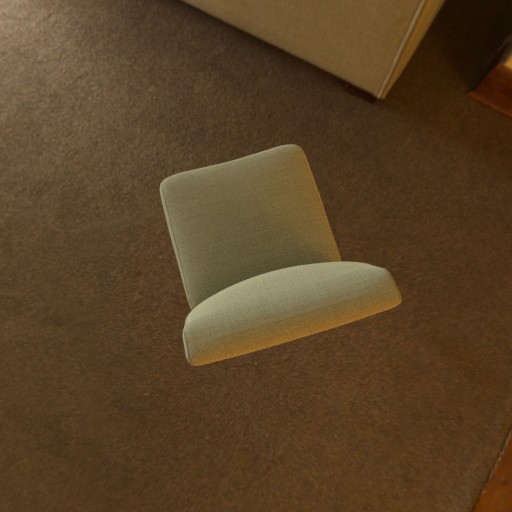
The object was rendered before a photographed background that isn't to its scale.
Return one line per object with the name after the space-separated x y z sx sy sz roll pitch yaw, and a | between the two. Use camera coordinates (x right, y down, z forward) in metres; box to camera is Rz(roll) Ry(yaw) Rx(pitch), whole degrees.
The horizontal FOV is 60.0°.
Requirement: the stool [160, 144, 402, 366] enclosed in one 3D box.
0.000 0.000 1.357 0.459 1.019 0.570 -16 77 -4 | stool
